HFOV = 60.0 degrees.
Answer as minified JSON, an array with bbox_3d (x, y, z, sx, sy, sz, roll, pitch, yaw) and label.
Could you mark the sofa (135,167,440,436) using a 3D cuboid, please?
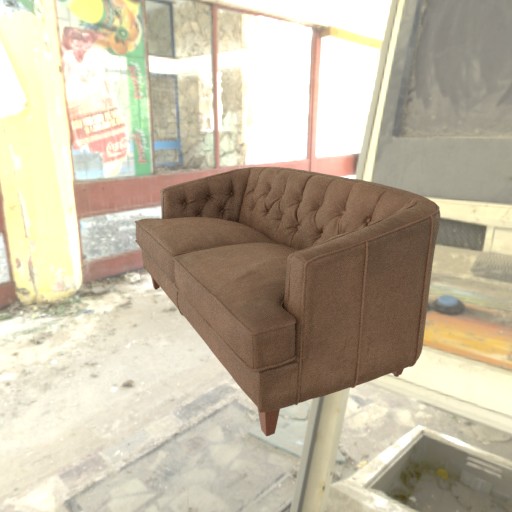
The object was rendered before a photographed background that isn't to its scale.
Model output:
[{"bbox_3d":[0.000,0.000,2.282,0.917,0.799,1.767,-8,18,-25],"label":"sofa"}]
